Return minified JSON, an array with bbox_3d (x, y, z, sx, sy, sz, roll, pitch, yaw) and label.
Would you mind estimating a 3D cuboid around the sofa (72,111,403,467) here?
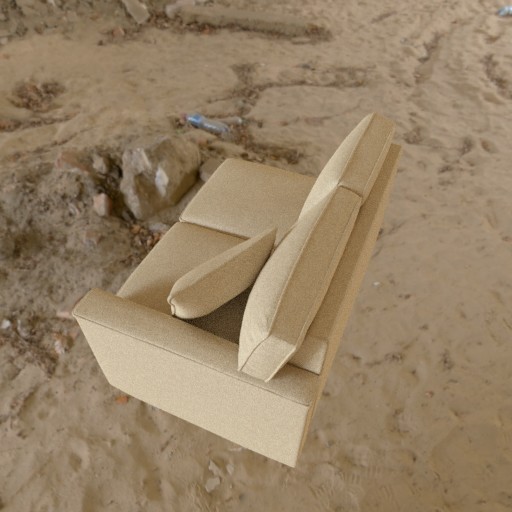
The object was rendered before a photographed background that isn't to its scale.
[{"bbox_3d":[0.000,0.000,2.107,0.991,0.989,1.388,18,49,16],"label":"sofa"}]
